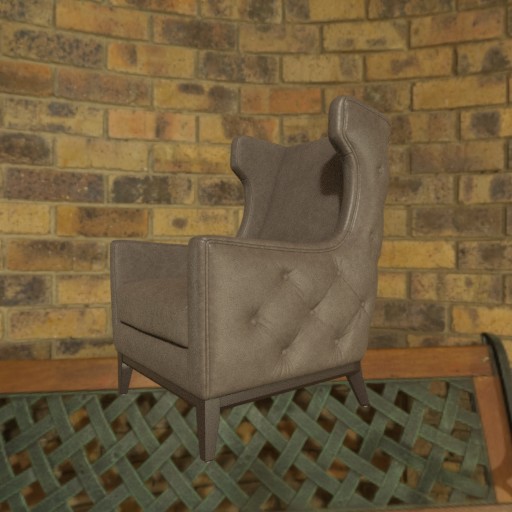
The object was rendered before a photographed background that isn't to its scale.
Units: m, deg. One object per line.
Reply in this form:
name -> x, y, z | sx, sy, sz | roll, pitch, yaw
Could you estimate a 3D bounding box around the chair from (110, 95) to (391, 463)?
chair -> 0.000, 0.000, 1.673 | 0.899, 1.079, 0.769 | 0, 1, -35
